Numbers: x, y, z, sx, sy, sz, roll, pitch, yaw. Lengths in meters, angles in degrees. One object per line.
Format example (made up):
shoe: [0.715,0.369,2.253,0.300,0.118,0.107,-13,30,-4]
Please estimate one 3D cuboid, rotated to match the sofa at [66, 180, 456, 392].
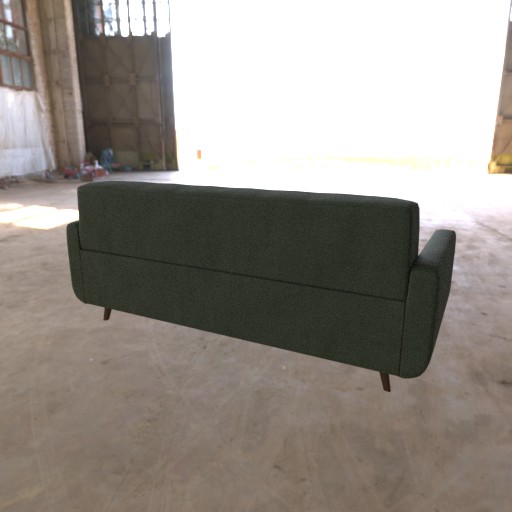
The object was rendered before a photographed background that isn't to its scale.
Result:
sofa: [0.000,0.000,2.535,2.029,0.841,0.909,8,17,26]
